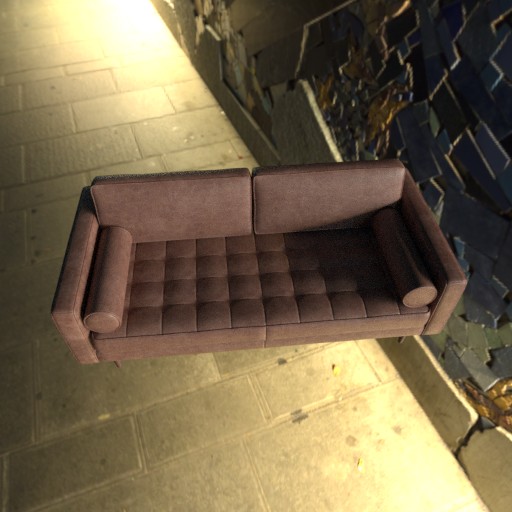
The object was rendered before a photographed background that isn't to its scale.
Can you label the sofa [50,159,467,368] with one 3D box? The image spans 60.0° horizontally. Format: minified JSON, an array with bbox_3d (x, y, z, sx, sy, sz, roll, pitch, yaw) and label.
[{"bbox_3d":[0.000,0.000,2.362,1.870,0.760,0.910,-4,47,-4],"label":"sofa"}]
